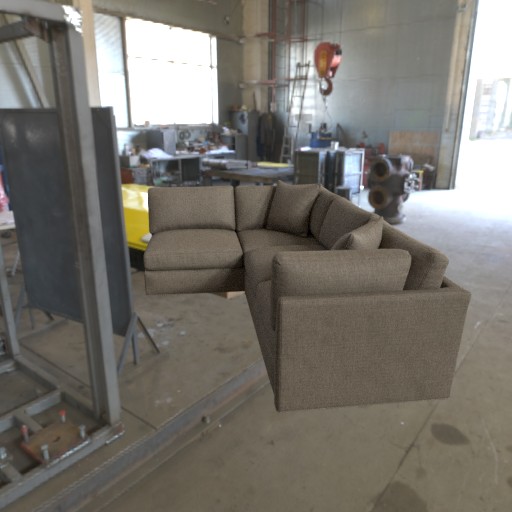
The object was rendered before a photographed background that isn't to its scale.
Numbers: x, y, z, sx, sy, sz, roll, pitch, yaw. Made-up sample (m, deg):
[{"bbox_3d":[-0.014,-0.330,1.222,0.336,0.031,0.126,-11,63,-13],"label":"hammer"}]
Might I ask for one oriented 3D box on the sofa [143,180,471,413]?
[{"bbox_3d":[0.000,0.000,3.704,1.994,0.978,2.896,-2,17,-7],"label":"sofa"}]
